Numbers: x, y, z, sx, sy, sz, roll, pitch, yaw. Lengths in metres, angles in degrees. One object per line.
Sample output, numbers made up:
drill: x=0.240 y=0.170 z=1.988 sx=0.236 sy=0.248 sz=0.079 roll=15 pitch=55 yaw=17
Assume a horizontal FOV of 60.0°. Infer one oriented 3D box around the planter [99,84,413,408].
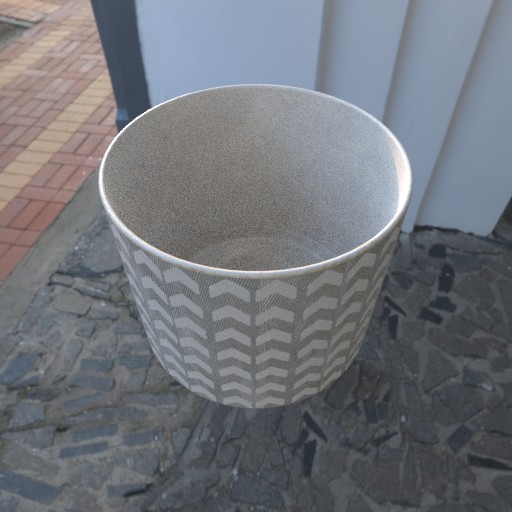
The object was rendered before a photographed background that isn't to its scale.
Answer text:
planter: x=0.000 y=0.000 z=0.341 sx=0.190 sy=0.181 sz=0.190 roll=0 pitch=48 yaw=0
